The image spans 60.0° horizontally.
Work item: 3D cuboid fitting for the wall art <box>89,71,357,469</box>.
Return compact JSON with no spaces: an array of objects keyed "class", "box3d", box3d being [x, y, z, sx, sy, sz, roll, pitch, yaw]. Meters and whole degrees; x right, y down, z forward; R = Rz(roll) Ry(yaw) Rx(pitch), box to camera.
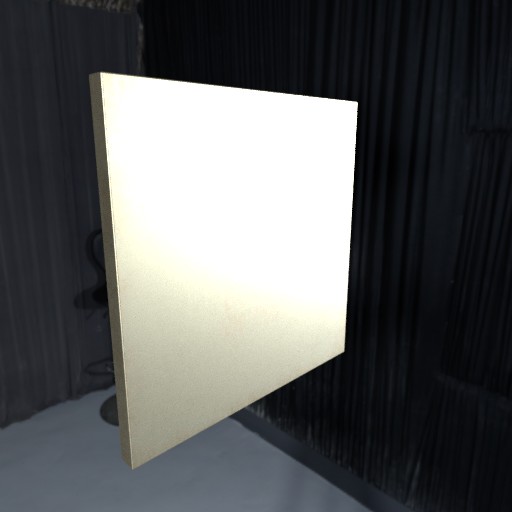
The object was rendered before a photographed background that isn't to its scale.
[{"class":"wall art","box3d":[0.000,0.000,0.723,0.503,0.506,0.030,-14,20,-43]}]
